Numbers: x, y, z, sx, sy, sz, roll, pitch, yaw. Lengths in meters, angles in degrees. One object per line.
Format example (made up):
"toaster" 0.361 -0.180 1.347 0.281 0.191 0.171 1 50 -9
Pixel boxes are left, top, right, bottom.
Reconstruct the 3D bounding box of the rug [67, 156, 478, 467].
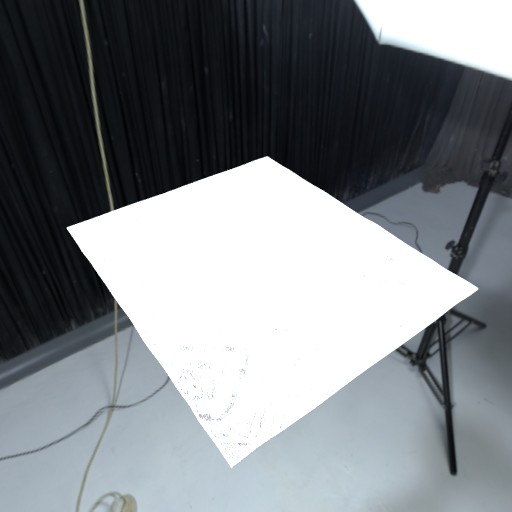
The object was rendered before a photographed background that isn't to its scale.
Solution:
"rug" 0.000 0.000 0.886 0.548 0.006 0.639 -25 46 -27
